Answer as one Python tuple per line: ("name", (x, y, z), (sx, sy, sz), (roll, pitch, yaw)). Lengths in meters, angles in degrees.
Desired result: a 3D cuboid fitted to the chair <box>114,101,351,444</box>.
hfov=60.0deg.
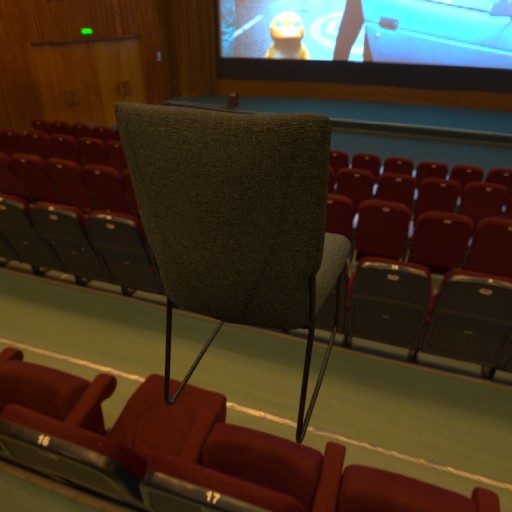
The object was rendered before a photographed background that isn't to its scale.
("chair", (0.000, 0.000, 1.273), (0.480, 0.931, 0.635), (10, 32, 16))
